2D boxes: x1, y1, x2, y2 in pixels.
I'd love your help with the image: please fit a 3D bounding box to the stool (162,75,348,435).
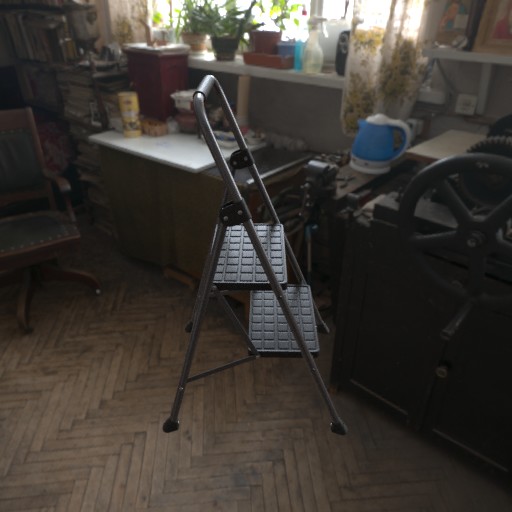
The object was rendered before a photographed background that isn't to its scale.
[{"bbox_3d":[0.000,0.000,1.177,0.514,0.872,0.450,0,32,1],"label":"stool"}]
